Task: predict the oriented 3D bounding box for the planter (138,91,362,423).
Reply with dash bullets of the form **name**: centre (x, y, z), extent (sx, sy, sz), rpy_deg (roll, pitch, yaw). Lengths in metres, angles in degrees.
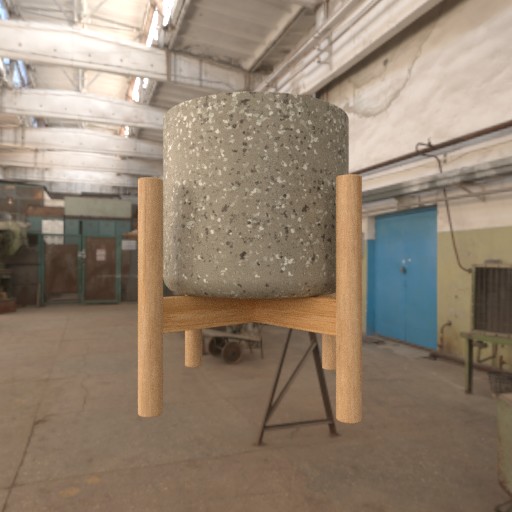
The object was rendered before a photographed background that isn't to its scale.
- **planter**: centre (0.000, 0.000, 0.542), extent (0.284, 0.320, 0.284), rpy_deg (0, 0, -18)
